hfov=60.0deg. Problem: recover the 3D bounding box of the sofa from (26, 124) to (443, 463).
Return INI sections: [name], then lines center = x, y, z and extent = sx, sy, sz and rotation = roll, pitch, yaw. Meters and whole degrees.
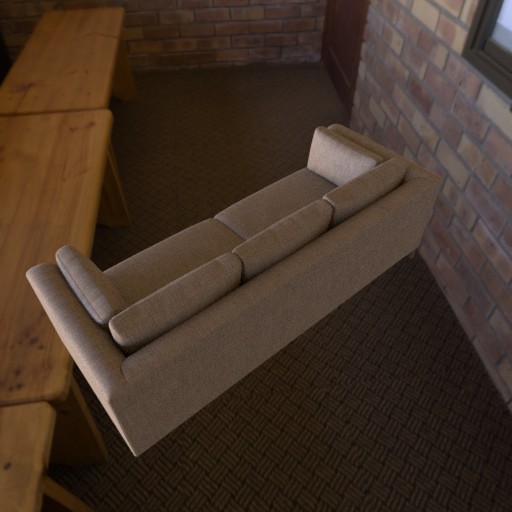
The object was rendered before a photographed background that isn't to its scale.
[sofa]
center = 0.000, 0.000, 2.848
extent = 2.415, 0.867, 0.969
rotation = -31, 53, -27
